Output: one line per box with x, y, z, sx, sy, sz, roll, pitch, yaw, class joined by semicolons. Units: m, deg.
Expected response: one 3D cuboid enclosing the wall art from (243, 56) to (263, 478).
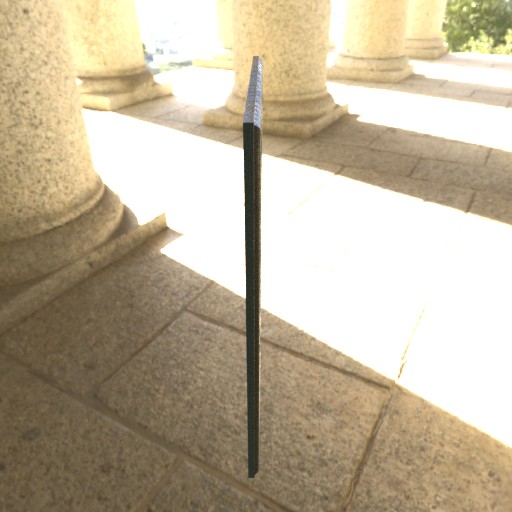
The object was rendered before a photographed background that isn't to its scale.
0.000;0.000;1.305;0.030;0.983;0.767;1;32;1;wall art
